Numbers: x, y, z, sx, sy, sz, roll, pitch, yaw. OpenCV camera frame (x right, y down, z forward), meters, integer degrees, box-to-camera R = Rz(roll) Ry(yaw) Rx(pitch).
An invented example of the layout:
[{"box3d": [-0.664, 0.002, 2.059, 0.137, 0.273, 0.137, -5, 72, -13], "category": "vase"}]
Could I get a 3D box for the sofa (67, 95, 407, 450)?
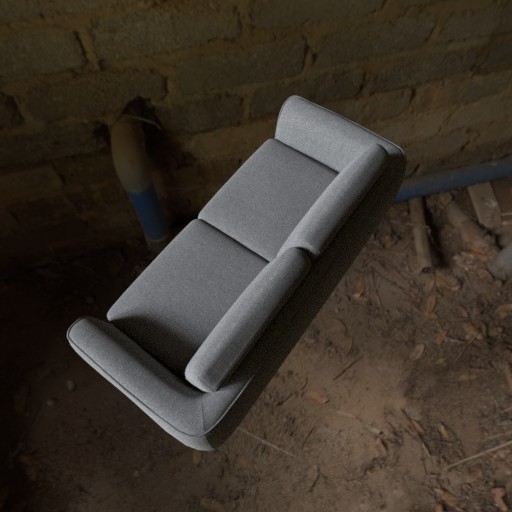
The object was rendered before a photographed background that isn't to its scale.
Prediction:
[{"box3d": [0.000, 0.000, 2.512, 0.920, 0.870, 2.000, 33, 67, 16], "category": "sofa"}]
